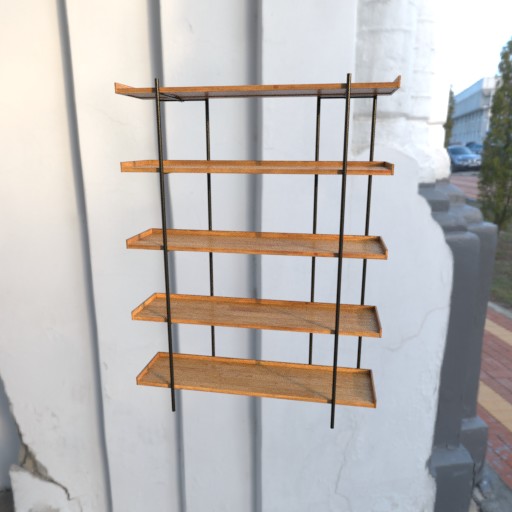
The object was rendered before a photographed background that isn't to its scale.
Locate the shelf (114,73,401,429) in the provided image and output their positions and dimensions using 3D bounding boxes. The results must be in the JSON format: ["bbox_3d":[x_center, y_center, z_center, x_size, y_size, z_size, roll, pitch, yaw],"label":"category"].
[{"bbox_3d":[0.000,0.000,2.470,1.371,1.826,0.379,2,14,10],"label":"shelf"}]
